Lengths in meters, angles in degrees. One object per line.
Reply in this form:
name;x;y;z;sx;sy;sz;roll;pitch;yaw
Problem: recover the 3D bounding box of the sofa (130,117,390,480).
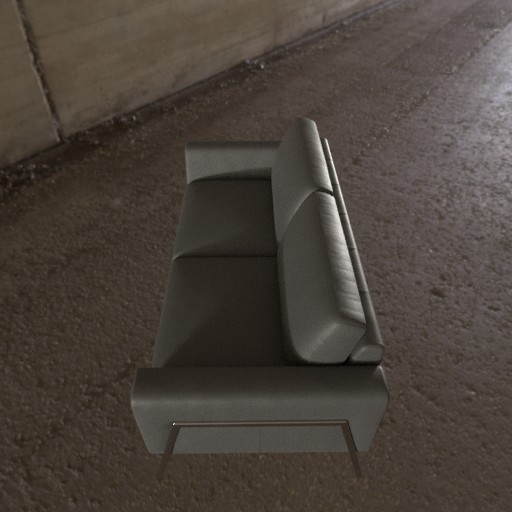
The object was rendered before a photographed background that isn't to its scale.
sofa;0.000;0.000;2.445;0.953;0.875;2.017;0;42;-1
